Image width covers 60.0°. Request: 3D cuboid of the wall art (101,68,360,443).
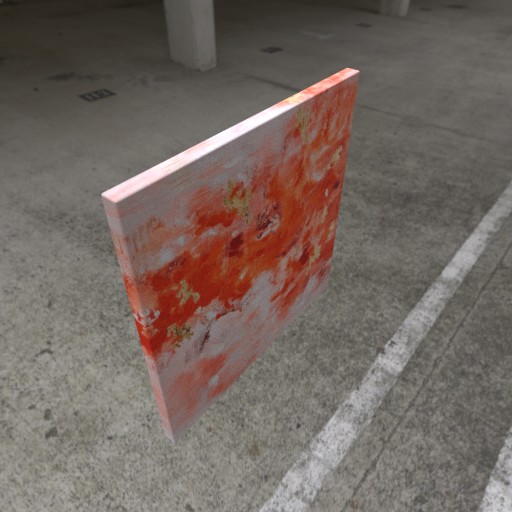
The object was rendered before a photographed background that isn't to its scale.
[{"bbox_3d":[0.000,0.000,1.135,0.064,0.746,0.747,28,48,28],"label":"wall art"}]
